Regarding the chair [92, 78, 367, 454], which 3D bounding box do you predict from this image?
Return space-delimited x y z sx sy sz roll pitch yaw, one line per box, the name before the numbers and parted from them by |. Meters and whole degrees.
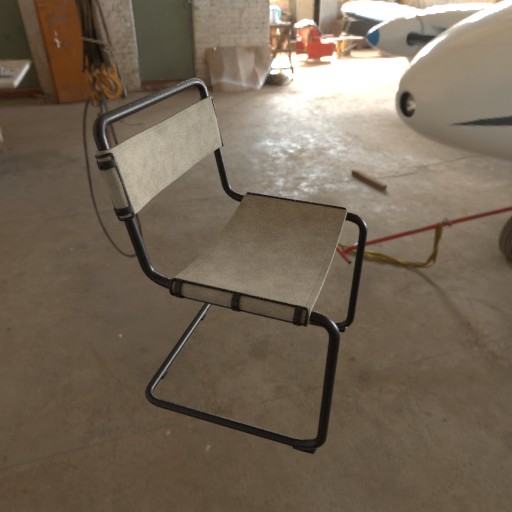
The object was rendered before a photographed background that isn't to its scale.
chair | 0.000 0.000 1.106 0.497 0.747 0.499 10 33 16
